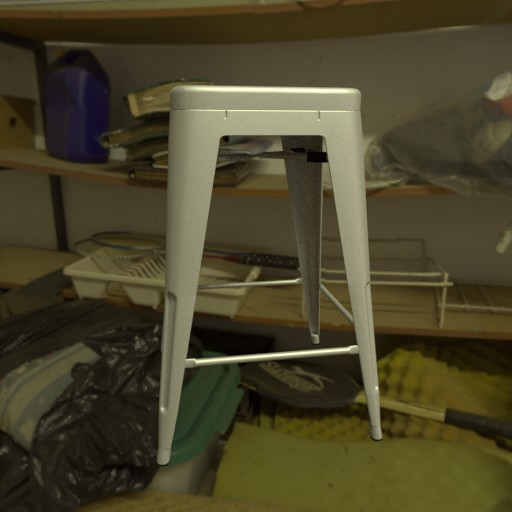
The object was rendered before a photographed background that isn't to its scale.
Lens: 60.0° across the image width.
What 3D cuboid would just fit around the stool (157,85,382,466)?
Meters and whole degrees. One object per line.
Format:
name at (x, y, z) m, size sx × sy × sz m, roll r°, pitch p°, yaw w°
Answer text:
stool at (0.000, 0.000, 0.886) m, size 0.406 × 0.610 × 0.406 m, roll -3°, pitch 16°, yaw -9°
